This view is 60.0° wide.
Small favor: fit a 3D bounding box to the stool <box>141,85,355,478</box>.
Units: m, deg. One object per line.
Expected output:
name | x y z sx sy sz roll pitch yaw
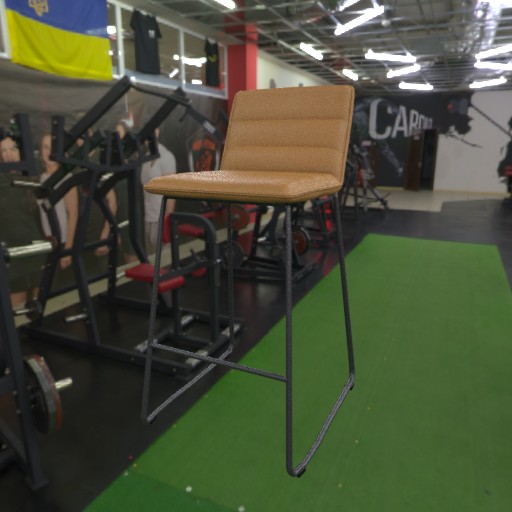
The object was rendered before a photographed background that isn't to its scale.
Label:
stool | 0.000 0.000 1.244 0.489 0.936 0.524 7 16 26
